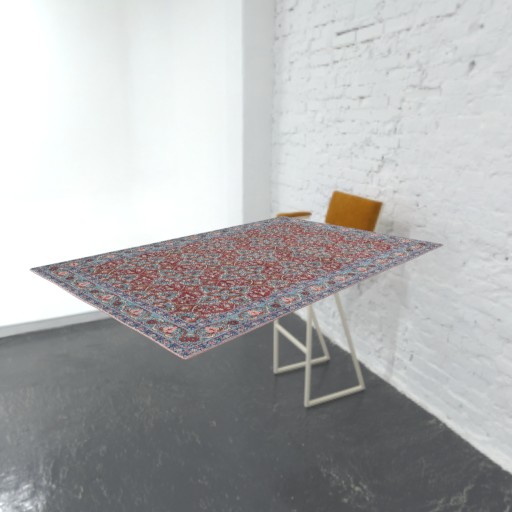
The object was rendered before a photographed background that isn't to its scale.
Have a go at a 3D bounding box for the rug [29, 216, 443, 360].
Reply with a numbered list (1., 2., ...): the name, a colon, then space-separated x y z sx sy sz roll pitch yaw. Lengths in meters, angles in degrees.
1. rug: 0.000 0.000 2.312 1.219 0.009 1.829 15 22 42
